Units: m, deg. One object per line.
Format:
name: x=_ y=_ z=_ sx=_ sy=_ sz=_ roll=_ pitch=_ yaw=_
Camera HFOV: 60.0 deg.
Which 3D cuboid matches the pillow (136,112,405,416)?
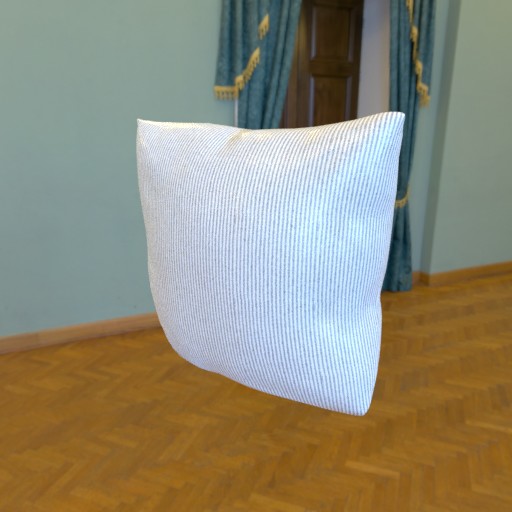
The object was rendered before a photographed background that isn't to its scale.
pillow: x=0.000 y=0.000 z=0.712 sx=0.310 sy=0.432 sz=0.387 roll=-7 pitch=17 yaw=-24
